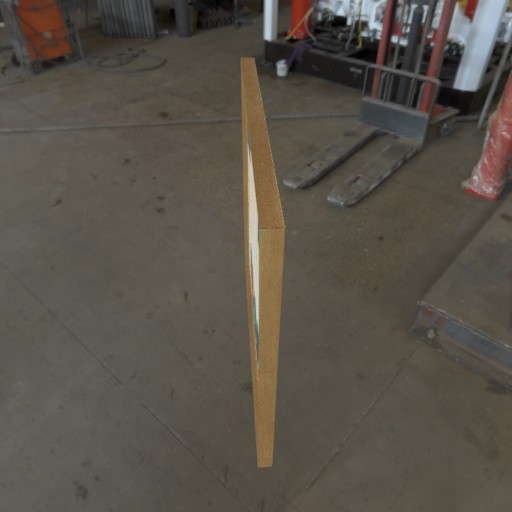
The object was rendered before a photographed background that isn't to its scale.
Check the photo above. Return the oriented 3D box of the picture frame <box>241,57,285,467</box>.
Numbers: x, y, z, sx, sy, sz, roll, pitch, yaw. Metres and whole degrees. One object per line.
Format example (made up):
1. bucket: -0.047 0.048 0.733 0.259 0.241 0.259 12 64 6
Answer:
1. picture frame: 0.000 0.000 1.160 0.037 0.761 0.758 -2 41 -3
